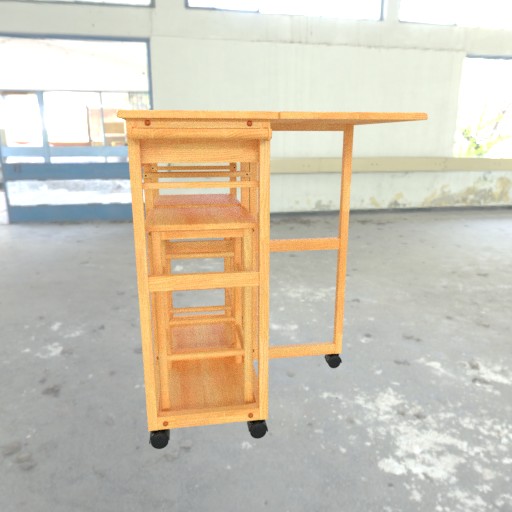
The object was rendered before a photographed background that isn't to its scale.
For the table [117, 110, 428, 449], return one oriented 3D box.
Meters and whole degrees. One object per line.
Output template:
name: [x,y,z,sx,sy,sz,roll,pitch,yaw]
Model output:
table: [0.000,0.000,1.398,0.693,0.832,0.752,-2,15,-9]
